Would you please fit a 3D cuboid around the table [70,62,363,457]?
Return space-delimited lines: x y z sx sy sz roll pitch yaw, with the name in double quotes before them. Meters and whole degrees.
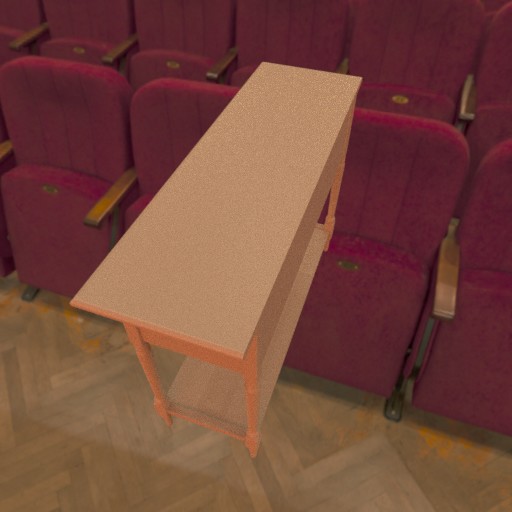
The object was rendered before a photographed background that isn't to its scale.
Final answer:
"table" 0.000 0.000 1.539 0.384 0.808 1.197 15 49 13
